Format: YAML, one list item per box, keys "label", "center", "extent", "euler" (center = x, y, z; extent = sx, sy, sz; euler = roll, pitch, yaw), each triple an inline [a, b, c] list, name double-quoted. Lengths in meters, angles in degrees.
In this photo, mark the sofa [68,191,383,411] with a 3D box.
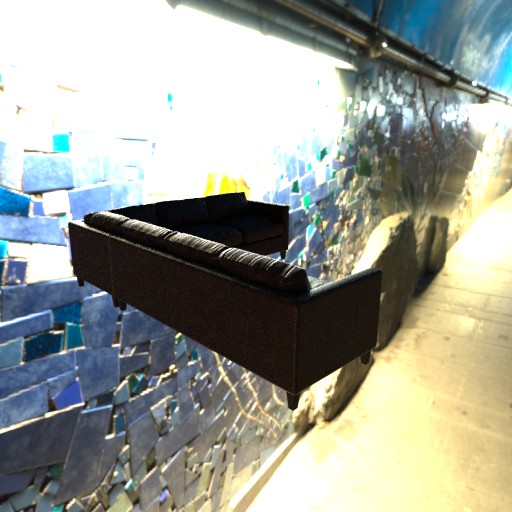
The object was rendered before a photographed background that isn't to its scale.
- label: "sofa"
  center: [0.000, 0.000, 4.388]
  extent: [2.438, 0.836, 3.152]
  euler: [-15, 22, -42]
